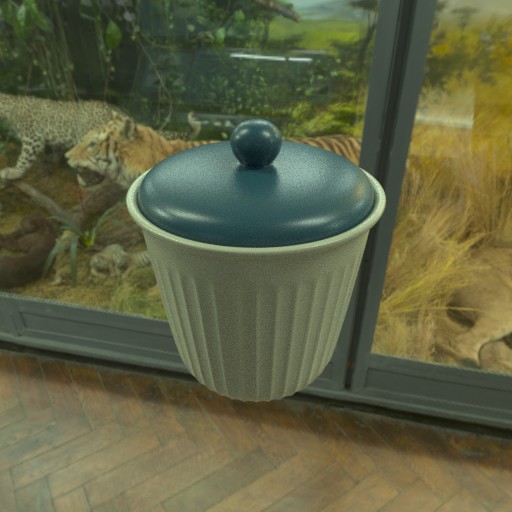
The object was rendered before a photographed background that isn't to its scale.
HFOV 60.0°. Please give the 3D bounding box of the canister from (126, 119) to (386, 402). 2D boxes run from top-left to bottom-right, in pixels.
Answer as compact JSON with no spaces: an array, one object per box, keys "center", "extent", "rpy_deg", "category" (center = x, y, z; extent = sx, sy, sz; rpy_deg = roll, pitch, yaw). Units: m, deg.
[{"center":[0.000,0.000,0.349],"extent":[0.181,0.211,0.181],"rpy_deg":[0,32,0],"category":"canister"}]
